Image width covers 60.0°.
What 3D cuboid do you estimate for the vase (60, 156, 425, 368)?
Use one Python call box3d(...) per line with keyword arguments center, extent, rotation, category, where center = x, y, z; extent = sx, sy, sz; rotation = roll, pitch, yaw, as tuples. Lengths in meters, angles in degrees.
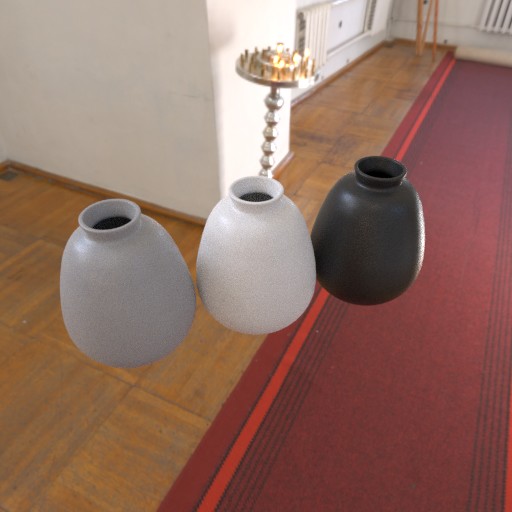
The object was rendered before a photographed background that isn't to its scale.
box3d(center=(0.000, 0.000, 0.350), extent=(0.297, 0.122, 0.097), rotation=(-12, 41, -14), category="vase")
